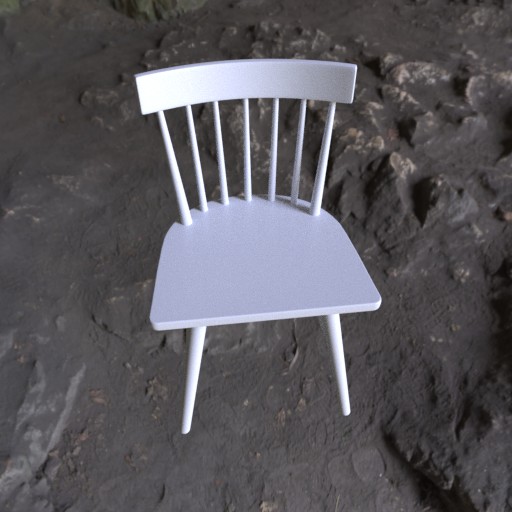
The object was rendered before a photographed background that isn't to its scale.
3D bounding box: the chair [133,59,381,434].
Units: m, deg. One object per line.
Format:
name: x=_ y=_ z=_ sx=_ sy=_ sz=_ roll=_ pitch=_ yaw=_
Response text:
chair: x=0.000 y=0.000 z=1.091 sx=0.483 sy=0.787 sz=0.500 roll=-5 pitch=45 yaw=-5
